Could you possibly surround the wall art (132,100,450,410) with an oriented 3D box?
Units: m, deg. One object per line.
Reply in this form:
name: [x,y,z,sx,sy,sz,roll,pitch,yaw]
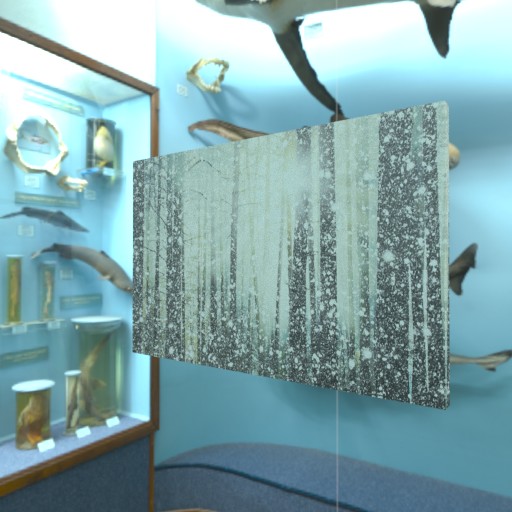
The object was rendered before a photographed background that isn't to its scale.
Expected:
wall art: [0.000,0.000,1.135,0.919,0.598,0.038,0,-1,35]
